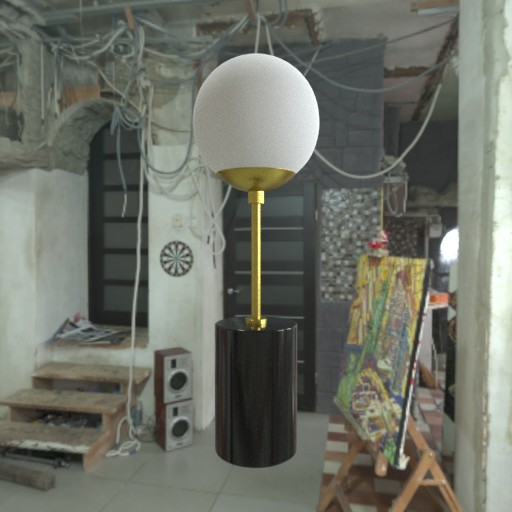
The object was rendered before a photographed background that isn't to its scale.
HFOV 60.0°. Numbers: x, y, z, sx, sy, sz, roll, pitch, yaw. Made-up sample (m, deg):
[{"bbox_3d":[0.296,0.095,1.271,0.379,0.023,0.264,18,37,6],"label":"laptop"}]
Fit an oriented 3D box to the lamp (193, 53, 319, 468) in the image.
[{"bbox_3d":[0.000,0.000,0.547,0.153,0.480,0.153,0,2,0],"label":"lamp"}]
